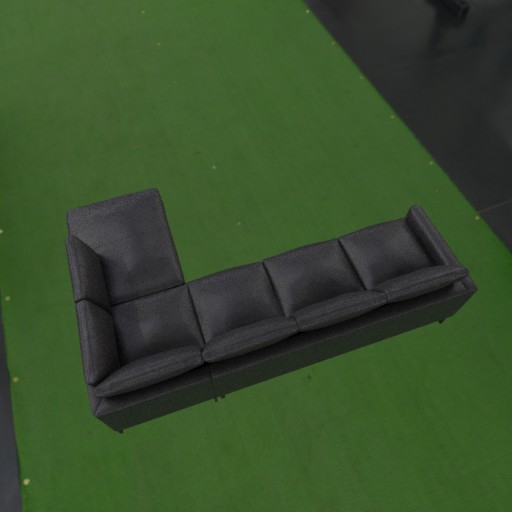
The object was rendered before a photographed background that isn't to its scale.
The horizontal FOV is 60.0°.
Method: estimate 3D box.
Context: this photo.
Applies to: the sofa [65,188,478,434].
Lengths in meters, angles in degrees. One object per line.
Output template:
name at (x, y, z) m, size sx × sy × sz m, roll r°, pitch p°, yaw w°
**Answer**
sofa at (0.000, 0.000, 3.811) m, size 2.984 × 0.877 × 1.938 m, roll -16°, pitch 60°, yaw -10°
